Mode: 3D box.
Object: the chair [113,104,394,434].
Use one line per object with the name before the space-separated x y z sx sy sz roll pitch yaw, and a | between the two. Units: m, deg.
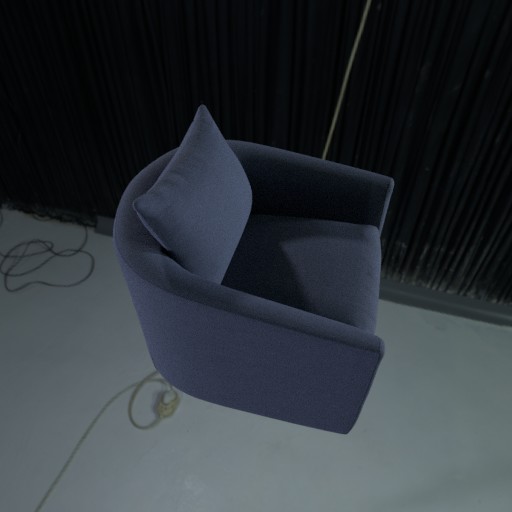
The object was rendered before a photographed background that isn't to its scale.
chair | 0.000 0.000 1.625 0.910 0.848 0.845 10 46 10
